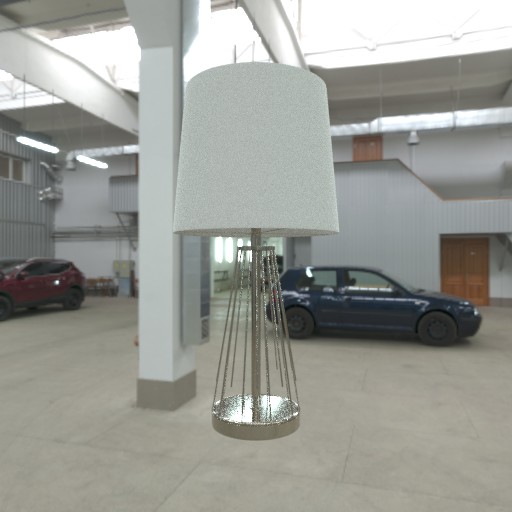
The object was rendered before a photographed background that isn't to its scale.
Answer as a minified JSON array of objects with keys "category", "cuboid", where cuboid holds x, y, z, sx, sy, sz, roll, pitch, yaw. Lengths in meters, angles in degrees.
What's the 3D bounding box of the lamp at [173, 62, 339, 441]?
[{"category":"lamp","cuboid":[0.000,0.000,0.821,0.303,0.618,0.303,0,0,0]}]
